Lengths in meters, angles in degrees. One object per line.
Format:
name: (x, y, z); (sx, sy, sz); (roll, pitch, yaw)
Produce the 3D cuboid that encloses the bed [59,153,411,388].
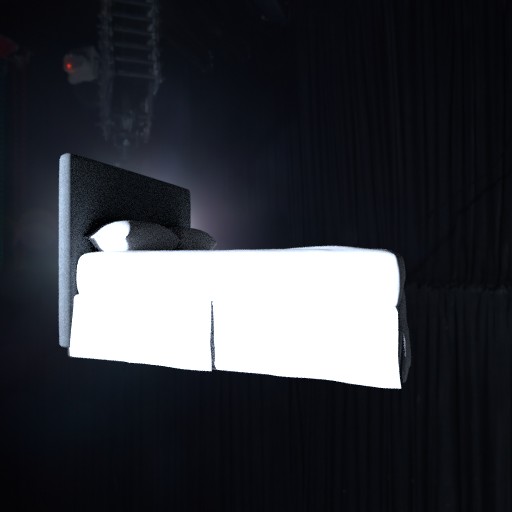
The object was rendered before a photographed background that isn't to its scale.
bed: (0.000, 0.000, 3.253); (2.142, 1.330, 1.713); (0, 0, 19)
